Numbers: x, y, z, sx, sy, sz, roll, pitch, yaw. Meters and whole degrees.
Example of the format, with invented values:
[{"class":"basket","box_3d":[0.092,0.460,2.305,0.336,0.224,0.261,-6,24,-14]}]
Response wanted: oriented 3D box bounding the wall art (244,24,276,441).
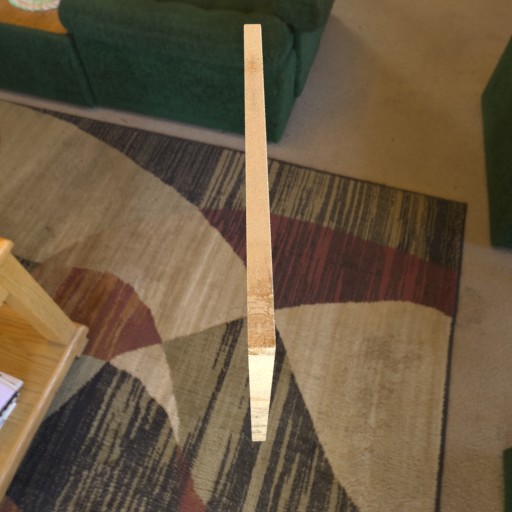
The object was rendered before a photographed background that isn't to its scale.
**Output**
[{"class":"wall art","box_3d":[0.000,0.000,1.115,0.038,0.755,0.753,-1,59,-1]}]
